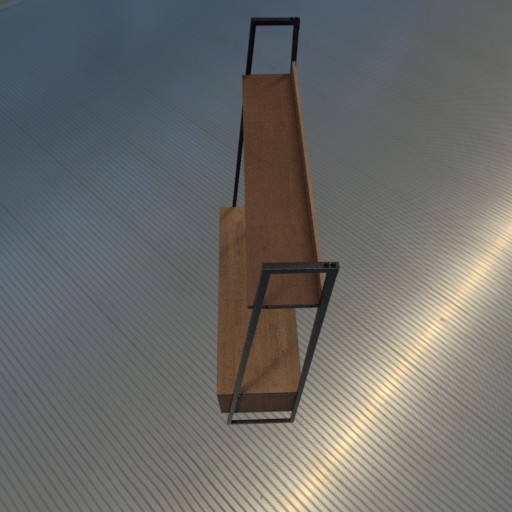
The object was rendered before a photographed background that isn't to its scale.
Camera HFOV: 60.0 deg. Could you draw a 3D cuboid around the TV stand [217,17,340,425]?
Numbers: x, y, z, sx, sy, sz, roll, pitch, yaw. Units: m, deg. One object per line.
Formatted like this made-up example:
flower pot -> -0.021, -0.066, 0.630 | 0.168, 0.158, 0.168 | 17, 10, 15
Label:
TV stand -> 0.000, 0.000, 2.267 | 0.432, 1.772, 1.250 | -2, 57, -1
